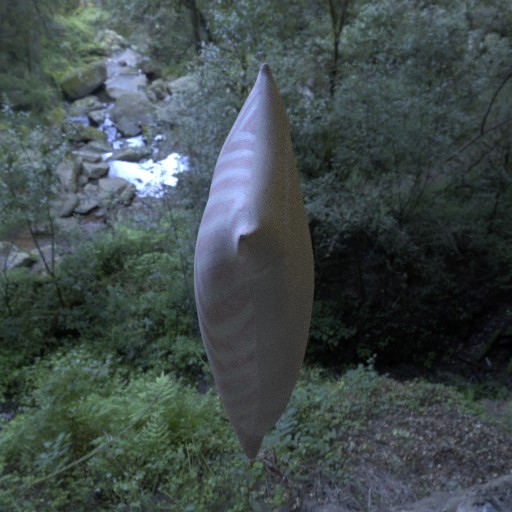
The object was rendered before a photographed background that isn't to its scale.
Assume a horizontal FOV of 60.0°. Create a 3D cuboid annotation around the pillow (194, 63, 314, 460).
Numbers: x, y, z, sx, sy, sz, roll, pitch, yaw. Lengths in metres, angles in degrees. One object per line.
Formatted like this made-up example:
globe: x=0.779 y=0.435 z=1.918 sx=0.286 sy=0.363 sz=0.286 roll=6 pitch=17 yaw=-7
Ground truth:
pillow: x=0.000 y=0.000 z=0.681 sx=0.182 sy=0.441 sz=0.440 roll=2 pitch=42 yaw=3
